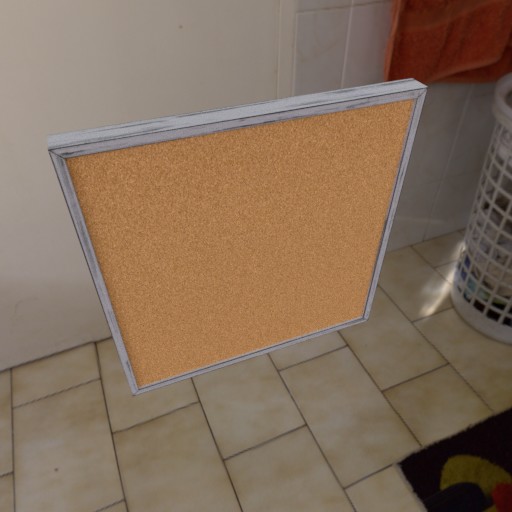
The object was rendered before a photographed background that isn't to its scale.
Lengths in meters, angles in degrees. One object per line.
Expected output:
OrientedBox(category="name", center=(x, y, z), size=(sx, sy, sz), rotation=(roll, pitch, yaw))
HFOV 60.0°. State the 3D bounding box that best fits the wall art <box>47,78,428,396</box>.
OrientedBox(category="wall art", center=(0.000, 0.000, 0.737), size=(0.506, 0.506, 0.038), rotation=(-14, 44, -16))
